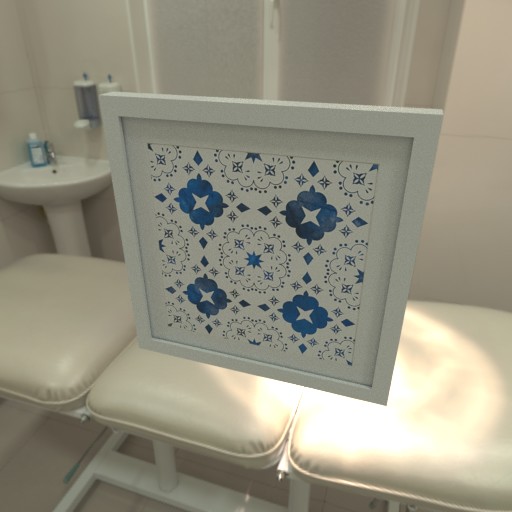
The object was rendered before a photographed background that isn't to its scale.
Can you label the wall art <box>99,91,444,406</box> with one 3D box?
[{"bbox_3d":[0.000,0.000,0.532,0.355,0.355,0.027,9,30,16],"label":"wall art"}]
